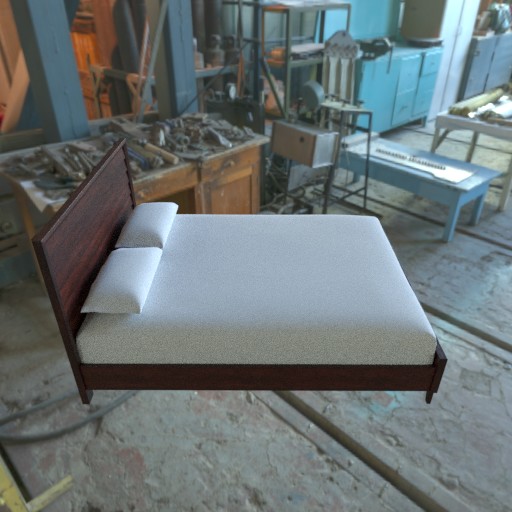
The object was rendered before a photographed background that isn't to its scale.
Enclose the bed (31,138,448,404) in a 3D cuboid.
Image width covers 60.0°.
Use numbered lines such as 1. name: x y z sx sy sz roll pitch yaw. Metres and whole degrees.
1. bed: 0.000 0.000 3.953 2.803 1.492 2.040 0 32 0
